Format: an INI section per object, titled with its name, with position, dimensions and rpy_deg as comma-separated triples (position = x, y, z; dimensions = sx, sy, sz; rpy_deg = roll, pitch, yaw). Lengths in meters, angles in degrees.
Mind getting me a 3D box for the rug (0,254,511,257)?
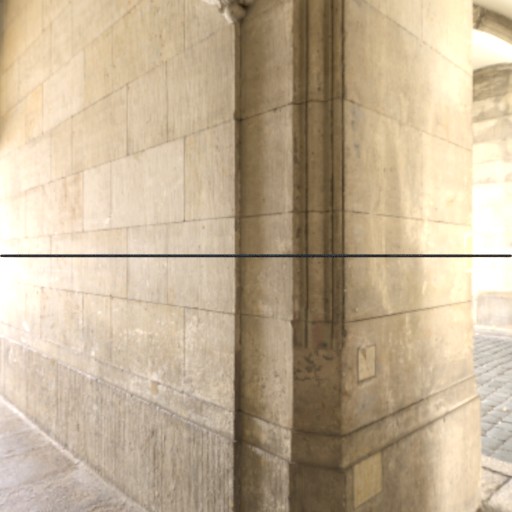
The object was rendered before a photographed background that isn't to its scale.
[rug]
position = 0.000, 0.000, 2.867
dimensions = 2.441, 0.015, 1.526
rpy_deg = 0, 0, 0
